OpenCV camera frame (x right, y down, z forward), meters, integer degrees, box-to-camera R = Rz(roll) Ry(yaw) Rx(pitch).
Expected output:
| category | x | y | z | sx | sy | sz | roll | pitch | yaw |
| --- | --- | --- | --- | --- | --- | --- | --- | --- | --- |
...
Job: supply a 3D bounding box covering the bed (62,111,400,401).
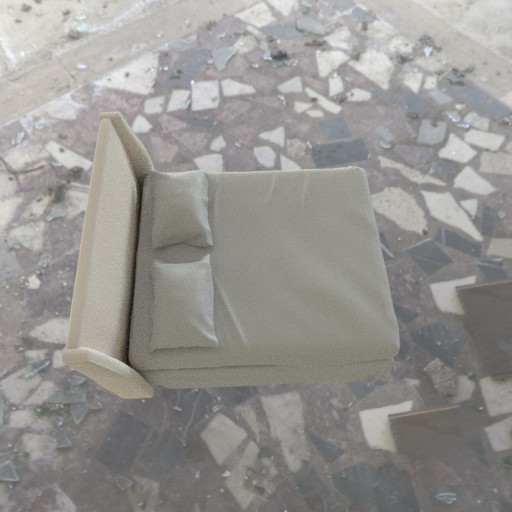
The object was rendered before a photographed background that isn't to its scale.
| category | x | y | z | sx | sy | sz | roll | pitch | yaw |
| --- | --- | --- | --- | --- | --- | --- | --- | --- | --- |
| bed | 0.000 | 0.000 | 3.487 | 2.276 | 1.332 | 1.925 | -2 | 63 | -1 |
